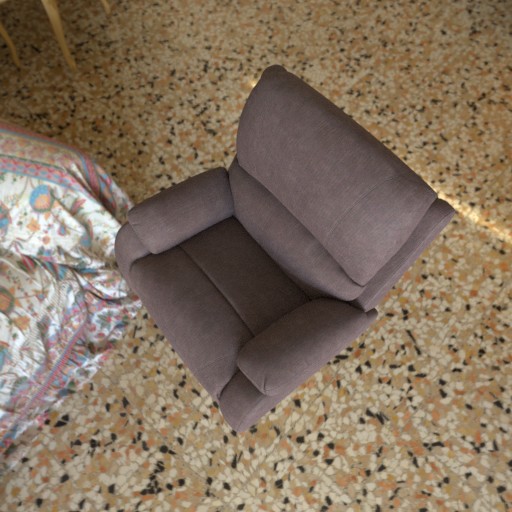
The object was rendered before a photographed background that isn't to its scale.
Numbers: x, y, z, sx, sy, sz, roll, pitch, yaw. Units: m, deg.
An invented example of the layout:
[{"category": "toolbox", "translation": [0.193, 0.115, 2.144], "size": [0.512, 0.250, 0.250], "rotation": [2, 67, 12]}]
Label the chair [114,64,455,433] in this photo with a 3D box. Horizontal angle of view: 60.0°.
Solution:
[{"category": "chair", "translation": [0.000, 0.000, 1.728], "size": [0.899, 1.011, 0.930], "rotation": [-35, 67, -17]}]
